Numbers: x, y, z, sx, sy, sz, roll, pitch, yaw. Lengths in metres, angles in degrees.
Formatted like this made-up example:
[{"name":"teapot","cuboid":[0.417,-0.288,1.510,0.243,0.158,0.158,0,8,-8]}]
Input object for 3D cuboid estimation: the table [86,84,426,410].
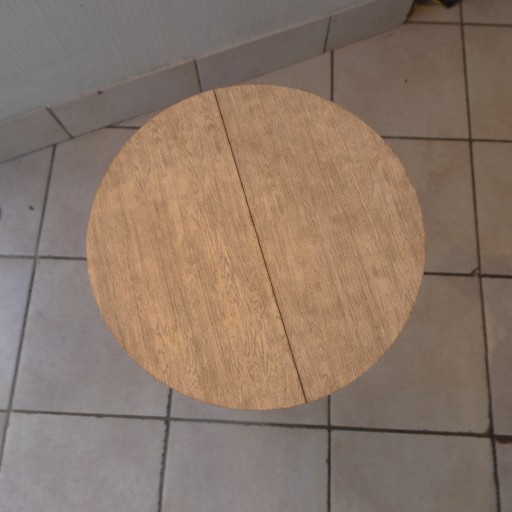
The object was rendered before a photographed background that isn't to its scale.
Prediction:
[{"name":"table","cuboid":[0.000,0.000,2.158,1.363,0.781,1.363,0,76,0]}]
